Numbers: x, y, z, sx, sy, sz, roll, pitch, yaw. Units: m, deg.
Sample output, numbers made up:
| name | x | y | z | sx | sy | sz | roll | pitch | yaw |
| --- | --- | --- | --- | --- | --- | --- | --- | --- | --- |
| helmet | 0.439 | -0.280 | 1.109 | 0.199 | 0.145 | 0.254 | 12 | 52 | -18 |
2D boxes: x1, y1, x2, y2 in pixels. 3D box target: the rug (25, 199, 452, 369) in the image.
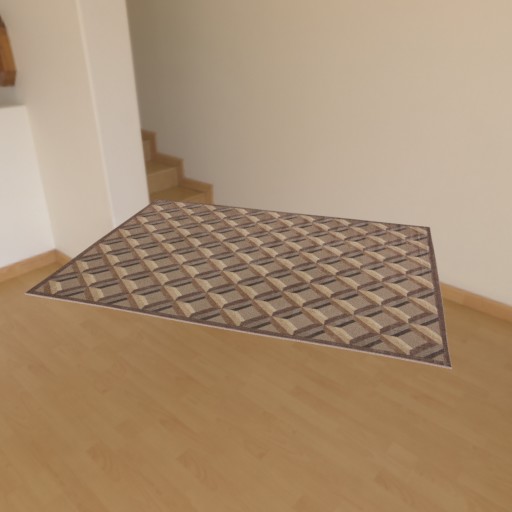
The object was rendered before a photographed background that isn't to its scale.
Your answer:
| name | x | y | z | sx | sy | sz | roll | pitch | yaw |
| --- | --- | --- | --- | --- | --- | --- | --- | --- | --- |
| rug | 0.000 | 0.000 | 2.905 | 2.260 | 0.013 | 1.600 | 7 | 28 | 14 |
